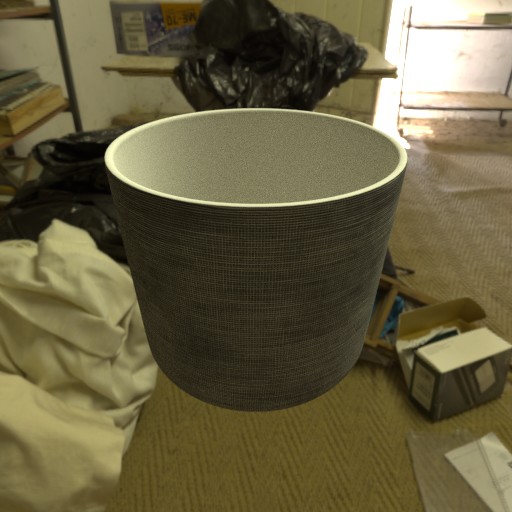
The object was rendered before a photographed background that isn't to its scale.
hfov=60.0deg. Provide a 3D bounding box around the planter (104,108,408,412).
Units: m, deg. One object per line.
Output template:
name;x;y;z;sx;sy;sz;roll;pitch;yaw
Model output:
planter;0.000;0.000;0.773;0.440;0.398;0.440;0;32;0
